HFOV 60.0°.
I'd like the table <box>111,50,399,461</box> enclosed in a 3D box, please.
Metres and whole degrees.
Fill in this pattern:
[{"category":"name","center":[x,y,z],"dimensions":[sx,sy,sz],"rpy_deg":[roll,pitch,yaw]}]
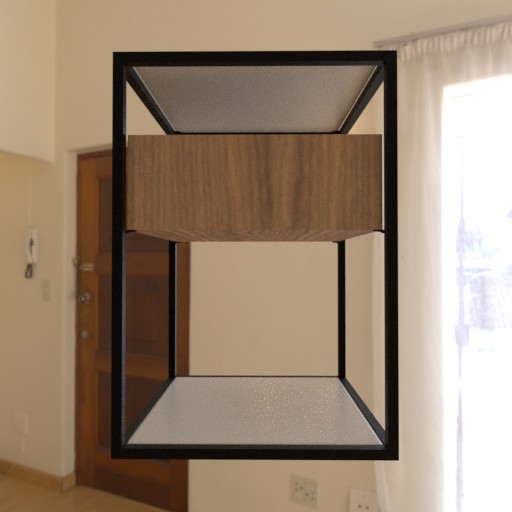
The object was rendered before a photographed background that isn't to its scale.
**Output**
[{"category":"table","center":[0.000,0.000,0.774],"dimensions":[0.378,0.540,0.378],"rpy_deg":[0,-1,1]}]
